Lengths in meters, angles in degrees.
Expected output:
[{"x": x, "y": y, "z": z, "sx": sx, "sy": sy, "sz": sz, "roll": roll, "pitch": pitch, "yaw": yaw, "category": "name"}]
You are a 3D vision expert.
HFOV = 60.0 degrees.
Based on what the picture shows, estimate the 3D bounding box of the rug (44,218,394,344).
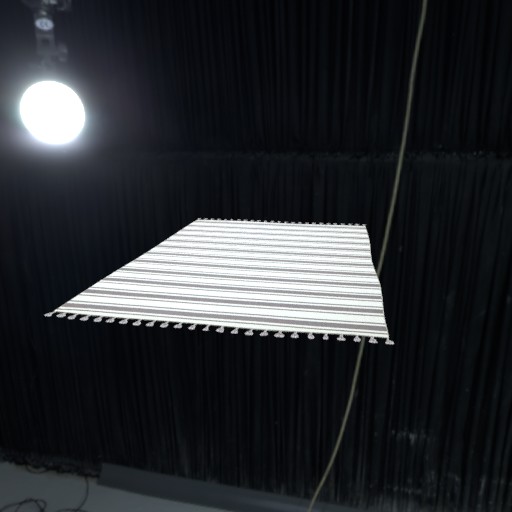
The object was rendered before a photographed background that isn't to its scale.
[{"x": 0.000, "y": 0.000, "z": 3.897, "sx": 2.030, "sy": 0.017, "sz": 3.040, "roll": 3, "pitch": 16, "yaw": 10, "category": "rug"}]
